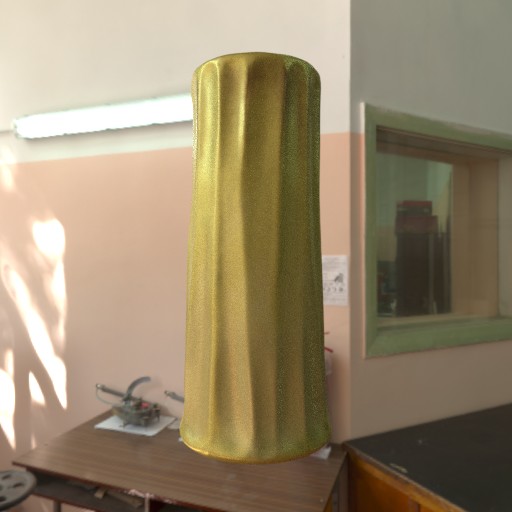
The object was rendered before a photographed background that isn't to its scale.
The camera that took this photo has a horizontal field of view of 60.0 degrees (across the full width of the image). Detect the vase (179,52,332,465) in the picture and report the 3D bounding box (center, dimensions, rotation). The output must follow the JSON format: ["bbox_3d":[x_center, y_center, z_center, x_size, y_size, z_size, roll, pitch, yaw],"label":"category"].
[{"bbox_3d":[0.000,0.000,0.180,0.061,0.143,0.061,0,0,0],"label":"vase"}]
